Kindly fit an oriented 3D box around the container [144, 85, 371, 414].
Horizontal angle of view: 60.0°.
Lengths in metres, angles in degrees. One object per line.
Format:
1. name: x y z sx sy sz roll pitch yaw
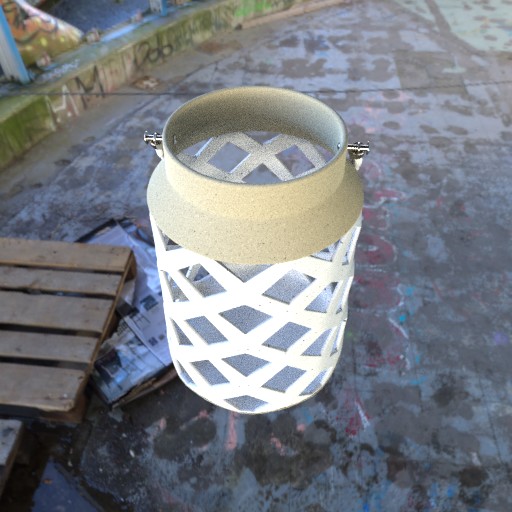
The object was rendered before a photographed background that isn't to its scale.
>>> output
1. container: 0.000 0.000 0.399 0.188 0.264 0.198 4 47 3
